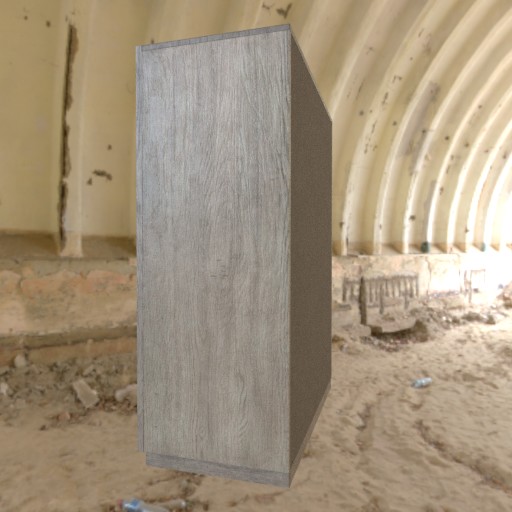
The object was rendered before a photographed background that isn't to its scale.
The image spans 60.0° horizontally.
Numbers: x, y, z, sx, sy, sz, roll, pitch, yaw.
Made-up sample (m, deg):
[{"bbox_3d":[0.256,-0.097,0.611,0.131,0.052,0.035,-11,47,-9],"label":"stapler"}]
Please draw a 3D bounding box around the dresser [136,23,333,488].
[{"bbox_3d":[0.000,0.000,1.759,0.483,1.295,0.967,0,1,17],"label":"dresser"}]
